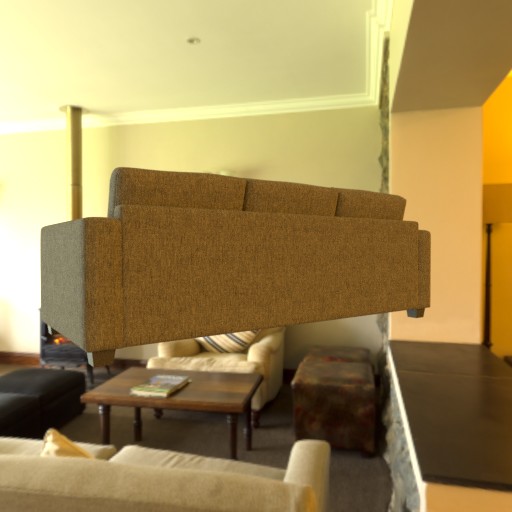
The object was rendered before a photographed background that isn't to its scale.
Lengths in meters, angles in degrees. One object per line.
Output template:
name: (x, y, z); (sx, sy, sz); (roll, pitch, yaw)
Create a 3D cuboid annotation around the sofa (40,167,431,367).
sofa: (0.000, 0.000, 2.585); (2.160, 0.800, 0.900); (-1, 1, -36)
